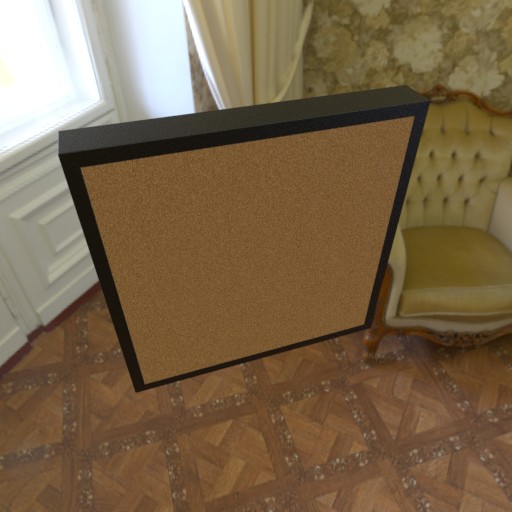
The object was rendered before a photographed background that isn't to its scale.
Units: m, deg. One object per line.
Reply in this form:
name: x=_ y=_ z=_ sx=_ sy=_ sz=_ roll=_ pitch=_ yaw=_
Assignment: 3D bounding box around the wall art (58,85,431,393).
wall art: x=0.000 y=0.000 z=0.458 sx=0.304 sy=0.304 sz=0.038 roll=-12 pitch=43 yaw=-14
